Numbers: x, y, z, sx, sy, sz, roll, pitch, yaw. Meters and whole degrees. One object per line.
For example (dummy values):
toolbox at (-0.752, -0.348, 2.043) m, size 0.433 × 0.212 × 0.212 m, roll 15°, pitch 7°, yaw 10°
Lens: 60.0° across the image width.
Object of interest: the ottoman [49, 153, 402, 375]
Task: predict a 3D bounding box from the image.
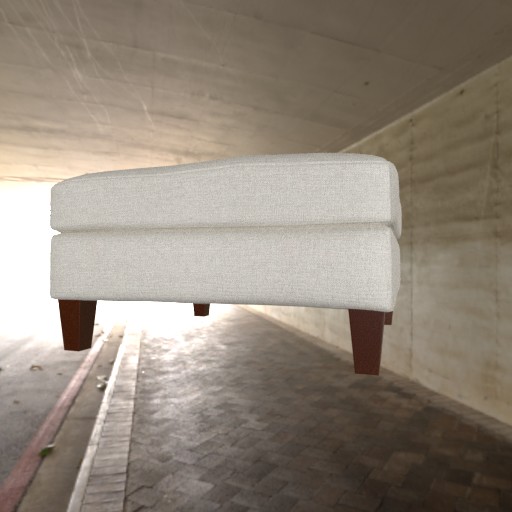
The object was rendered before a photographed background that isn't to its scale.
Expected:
ottoman at (0.000, 0.000, 1.351) m, size 0.838 × 0.478 × 0.838 m, roll 0°, pitch -1°, yaw 19°
